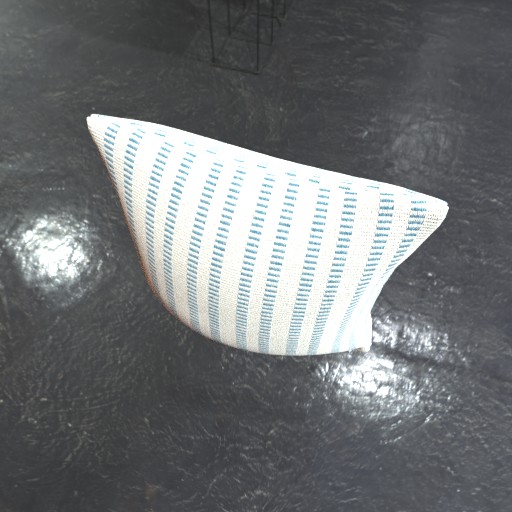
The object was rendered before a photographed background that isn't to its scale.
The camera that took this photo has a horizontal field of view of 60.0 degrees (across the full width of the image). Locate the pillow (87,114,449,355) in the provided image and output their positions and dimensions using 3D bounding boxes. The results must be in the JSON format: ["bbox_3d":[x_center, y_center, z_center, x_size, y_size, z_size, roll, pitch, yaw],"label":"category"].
[{"bbox_3d":[0.000,0.000,0.674,0.438,0.419,0.247,16,59,10],"label":"pillow"}]
